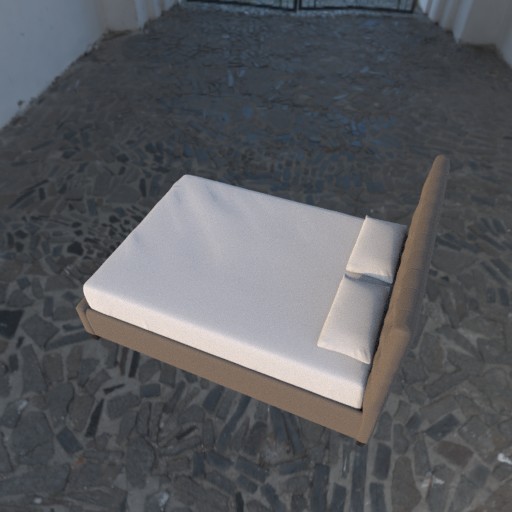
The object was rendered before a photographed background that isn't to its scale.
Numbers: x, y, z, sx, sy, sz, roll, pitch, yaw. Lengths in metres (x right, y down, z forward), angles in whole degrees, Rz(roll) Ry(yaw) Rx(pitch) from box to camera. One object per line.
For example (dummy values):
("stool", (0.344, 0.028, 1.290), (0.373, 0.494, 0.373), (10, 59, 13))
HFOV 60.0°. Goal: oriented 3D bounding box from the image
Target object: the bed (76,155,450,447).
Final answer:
("bed", (0.000, 0.000, 3.487), (2.387, 1.427, 1.698), (17, 48, 16))
